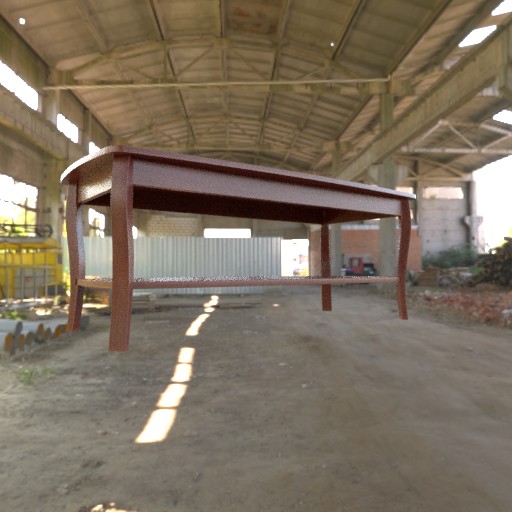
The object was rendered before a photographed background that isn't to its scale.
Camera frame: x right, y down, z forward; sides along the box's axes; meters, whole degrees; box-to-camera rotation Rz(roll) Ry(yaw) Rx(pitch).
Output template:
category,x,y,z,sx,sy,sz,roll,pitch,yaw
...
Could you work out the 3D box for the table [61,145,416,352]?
category,x,y,z,sx,sy,sz,roll,pitch,yaw
table,0.000,0.000,1.540,1.216,0.473,0.561,1,-2,-36
